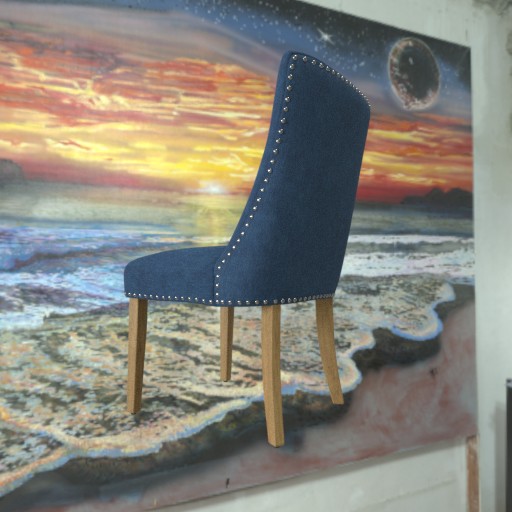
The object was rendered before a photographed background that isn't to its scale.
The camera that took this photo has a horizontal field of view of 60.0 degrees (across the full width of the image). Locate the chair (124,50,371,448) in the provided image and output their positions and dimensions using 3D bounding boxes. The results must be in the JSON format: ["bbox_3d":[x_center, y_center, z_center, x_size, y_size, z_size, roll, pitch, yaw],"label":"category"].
[{"bbox_3d":[0.000,0.000,1.290,0.610,0.902,0.495,-1,-2,34],"label":"chair"}]
